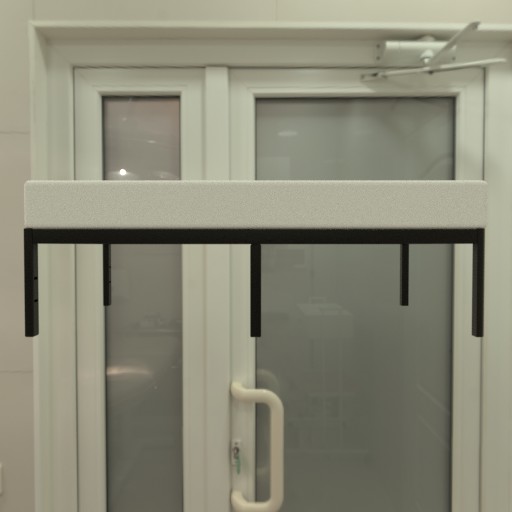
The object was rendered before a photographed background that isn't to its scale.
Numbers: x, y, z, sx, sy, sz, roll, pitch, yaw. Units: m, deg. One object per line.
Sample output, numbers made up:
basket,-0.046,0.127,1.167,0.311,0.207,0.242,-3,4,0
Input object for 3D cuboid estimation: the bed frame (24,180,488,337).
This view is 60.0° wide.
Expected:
bed frame,0.000,0.000,2.356,1.950,0.659,1.023,0,1,0
